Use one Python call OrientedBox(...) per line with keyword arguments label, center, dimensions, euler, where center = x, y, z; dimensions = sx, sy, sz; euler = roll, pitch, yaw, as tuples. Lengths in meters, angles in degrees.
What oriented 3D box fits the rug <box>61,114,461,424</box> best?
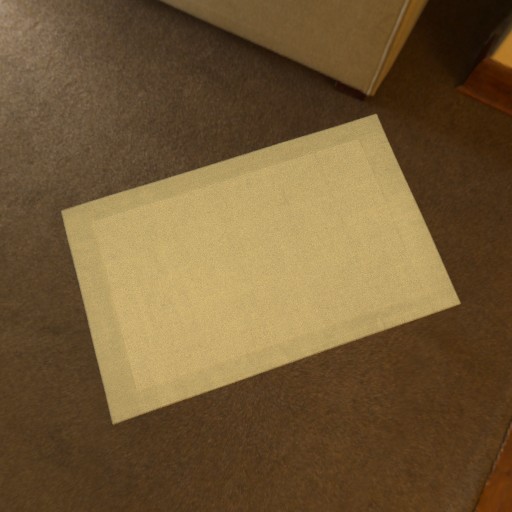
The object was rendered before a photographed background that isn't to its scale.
OrientedBox(label="rug", center=(0.000, 0.000, 3.096), dimensions=(2.438, 0.014, 1.524), euler=(-18, 77, -4))
